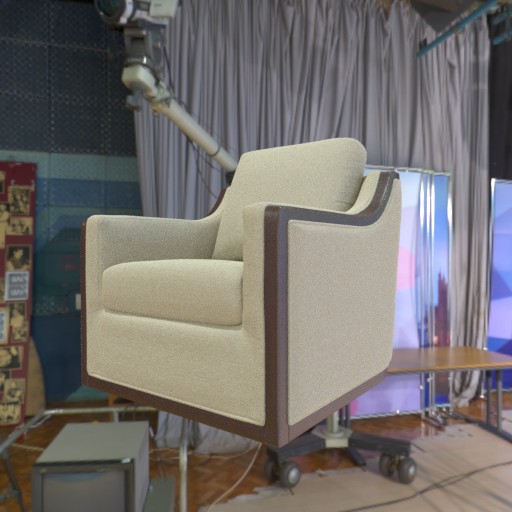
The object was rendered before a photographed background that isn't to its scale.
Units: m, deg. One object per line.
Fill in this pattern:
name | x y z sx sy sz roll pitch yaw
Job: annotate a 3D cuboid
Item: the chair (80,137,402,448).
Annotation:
chair | 0.000 0.000 1.667 0.870 0.930 0.950 1 1 37
